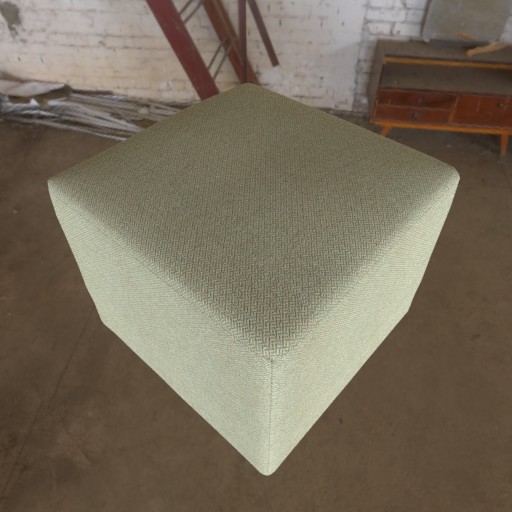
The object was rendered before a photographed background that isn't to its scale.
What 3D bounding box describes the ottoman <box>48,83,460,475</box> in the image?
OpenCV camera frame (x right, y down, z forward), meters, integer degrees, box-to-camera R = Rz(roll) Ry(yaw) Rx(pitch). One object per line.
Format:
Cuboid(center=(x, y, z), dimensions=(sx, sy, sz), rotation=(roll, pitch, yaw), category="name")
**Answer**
Cuboid(center=(0.000, 0.000, 0.885), dimensions=(0.521, 0.453, 0.512), rotation=(33, 55, 28), category="ottoman")
